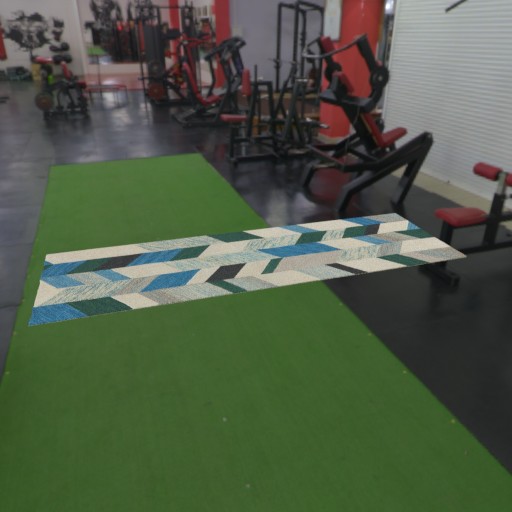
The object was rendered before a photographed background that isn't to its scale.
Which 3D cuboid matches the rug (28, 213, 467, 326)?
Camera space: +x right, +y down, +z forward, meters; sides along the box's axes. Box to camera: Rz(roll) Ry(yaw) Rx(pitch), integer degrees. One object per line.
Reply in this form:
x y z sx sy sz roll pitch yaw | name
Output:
0.000 0.000 2.689 2.437 0.008 0.774 -8 28 -15 | rug
